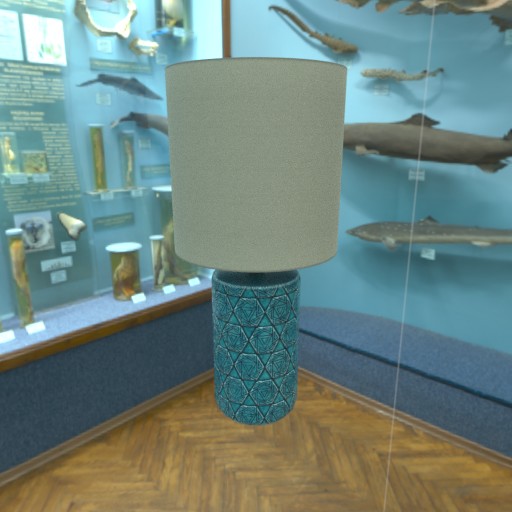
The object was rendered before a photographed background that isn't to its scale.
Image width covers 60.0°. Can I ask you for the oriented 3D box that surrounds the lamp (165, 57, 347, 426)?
[{"bbox_3d":[0.000,0.000,0.770,0.278,0.597,0.278,15,22,43],"label":"lamp"}]
